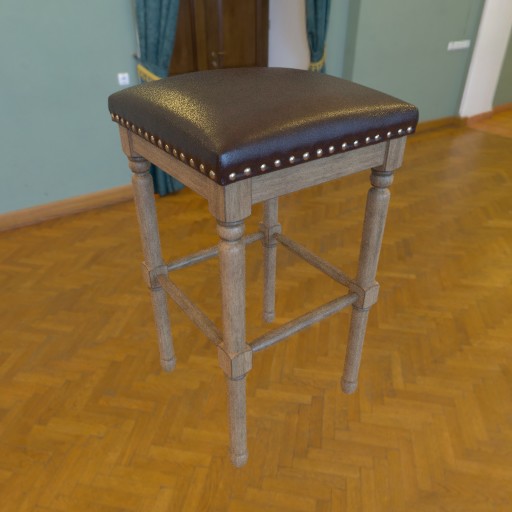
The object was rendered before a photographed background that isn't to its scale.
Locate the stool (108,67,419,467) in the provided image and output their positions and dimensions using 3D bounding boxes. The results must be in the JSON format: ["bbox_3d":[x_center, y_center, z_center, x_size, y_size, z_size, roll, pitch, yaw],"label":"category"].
[{"bbox_3d":[0.000,0.000,0.902,0.382,0.702,0.383,-21,37,-30],"label":"stool"}]
